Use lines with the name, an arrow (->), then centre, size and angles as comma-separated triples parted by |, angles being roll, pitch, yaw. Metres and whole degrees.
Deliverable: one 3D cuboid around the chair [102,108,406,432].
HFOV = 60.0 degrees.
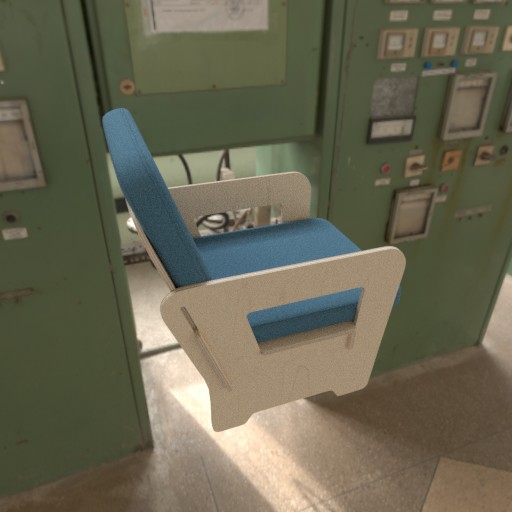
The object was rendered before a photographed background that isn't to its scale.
chair -> 0.000, 0.000, 1.188 | 0.657, 0.747, 0.547 | -10, 32, -17
